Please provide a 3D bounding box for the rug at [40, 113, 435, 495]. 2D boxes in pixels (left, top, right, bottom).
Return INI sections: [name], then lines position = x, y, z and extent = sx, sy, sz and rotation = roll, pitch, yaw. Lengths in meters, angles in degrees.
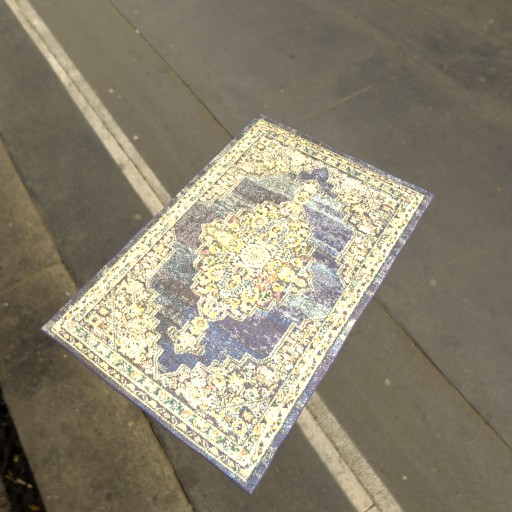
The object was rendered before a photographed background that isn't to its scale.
[rug]
position = 0.000, 0.000, 2.232
extent = 1.184, 0.012, 1.781
rotation = 30, 63, 18
